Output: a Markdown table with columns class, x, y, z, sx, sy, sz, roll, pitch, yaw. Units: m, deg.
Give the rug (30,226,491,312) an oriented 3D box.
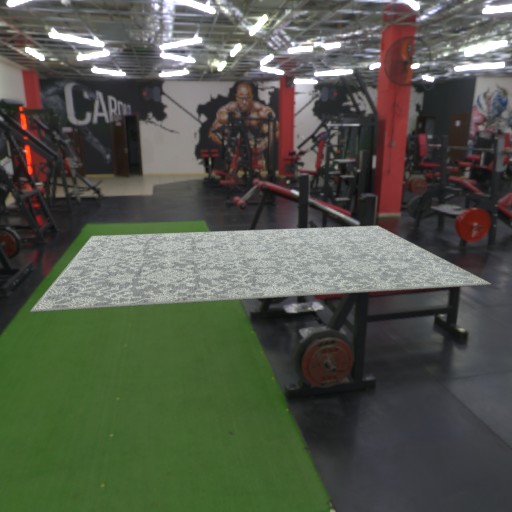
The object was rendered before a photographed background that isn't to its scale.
| class | x | y | z | sx | sy | sz | roll | pitch | yaw |
| --- | --- | --- | --- | --- | --- | --- | --- | --- | --- |
| rug | 0.000 | 0.000 | 3.022 | 2.430 | 0.010 | 1.515 | -3 | 17 | -9 |
